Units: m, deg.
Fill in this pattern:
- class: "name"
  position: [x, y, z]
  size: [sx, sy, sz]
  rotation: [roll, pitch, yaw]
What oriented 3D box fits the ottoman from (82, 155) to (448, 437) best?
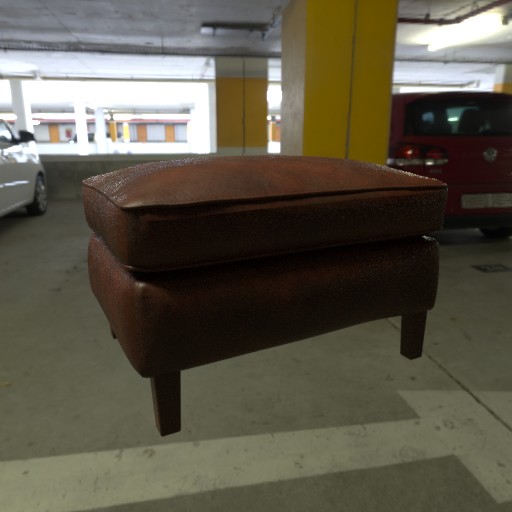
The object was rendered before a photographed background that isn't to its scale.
- class: "ottoman"
  position: [0.000, 0.000, 0.979]
  size: [0.665, 0.432, 0.501]
  rotation: [-8, 17, -27]
